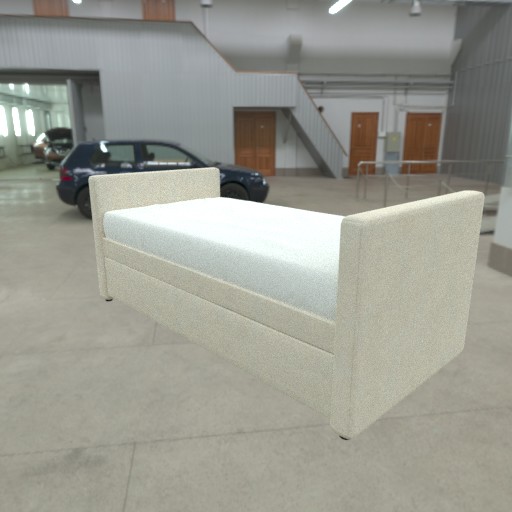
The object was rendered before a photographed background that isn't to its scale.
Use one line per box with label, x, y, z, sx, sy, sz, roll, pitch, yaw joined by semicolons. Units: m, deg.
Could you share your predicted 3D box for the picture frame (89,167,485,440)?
picture frame;0.000;0.000;2.691;1.069;0.891;2.161;-14;21;-42
